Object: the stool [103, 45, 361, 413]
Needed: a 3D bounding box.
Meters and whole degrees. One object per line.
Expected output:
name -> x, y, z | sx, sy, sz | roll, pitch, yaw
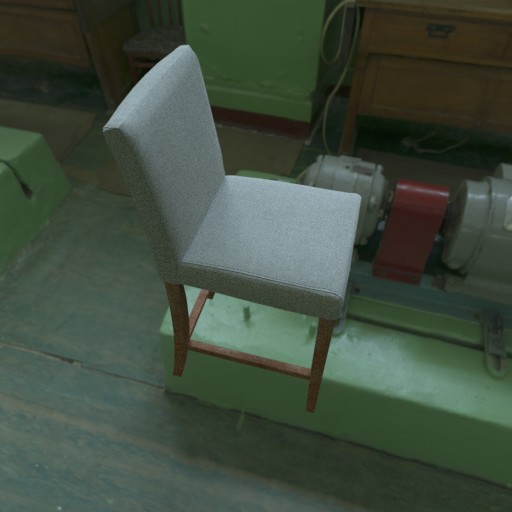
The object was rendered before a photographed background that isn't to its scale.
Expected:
stool -> 0.000, 0.000, 1.386 | 0.570, 1.088, 0.439 | 11, 49, 10
